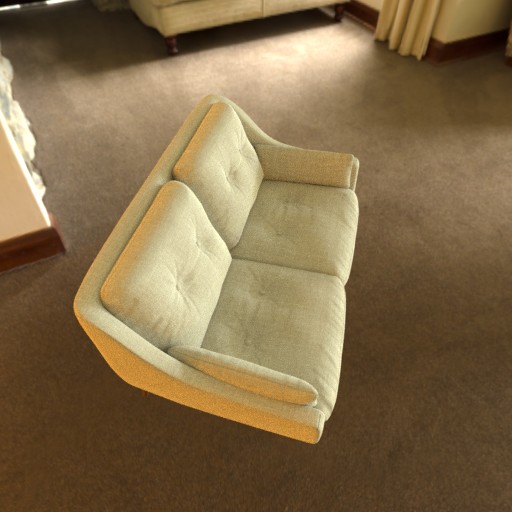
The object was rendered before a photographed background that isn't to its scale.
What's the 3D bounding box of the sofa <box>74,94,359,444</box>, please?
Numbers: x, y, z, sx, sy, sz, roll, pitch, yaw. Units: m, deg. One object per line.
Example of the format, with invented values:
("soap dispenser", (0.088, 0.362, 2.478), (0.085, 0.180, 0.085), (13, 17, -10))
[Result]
("sofa", (0.000, 0.000, 2.202), (0.965, 0.888, 1.652), (10, 48, 9))
